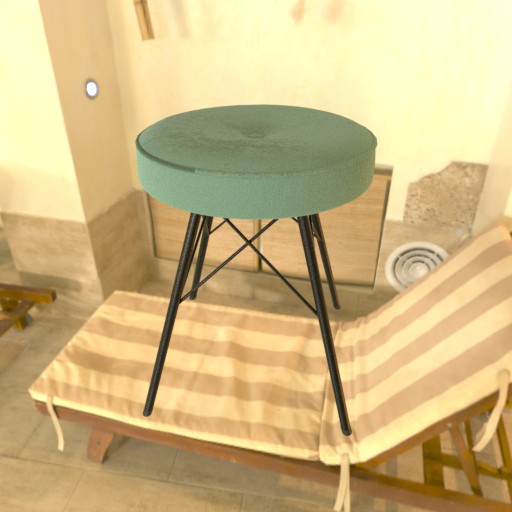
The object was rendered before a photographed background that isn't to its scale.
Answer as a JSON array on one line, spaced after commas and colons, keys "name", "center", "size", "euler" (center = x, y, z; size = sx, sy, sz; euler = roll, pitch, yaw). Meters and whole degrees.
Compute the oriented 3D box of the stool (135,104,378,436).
[{"name": "stool", "center": [0.000, 0.000, 0.885], "size": [0.458, 0.519, 0.457], "euler": [8, 31, 13]}]
